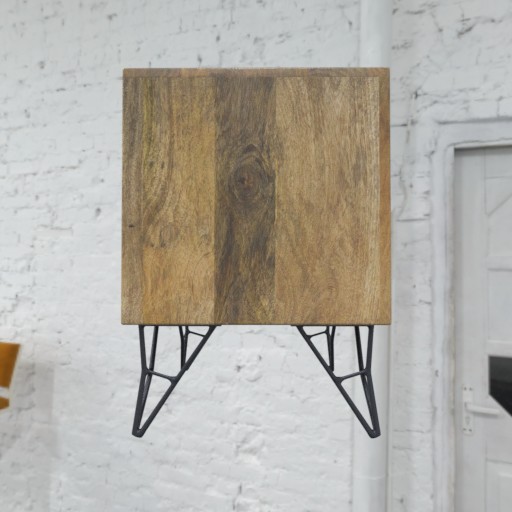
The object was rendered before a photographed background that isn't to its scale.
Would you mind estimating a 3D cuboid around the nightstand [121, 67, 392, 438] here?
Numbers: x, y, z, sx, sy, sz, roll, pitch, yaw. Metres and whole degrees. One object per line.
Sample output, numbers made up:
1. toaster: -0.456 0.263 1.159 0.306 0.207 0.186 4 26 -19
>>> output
1. nightstand: 0.000 0.000 0.888 0.406 0.559 0.457 0 -1 0
